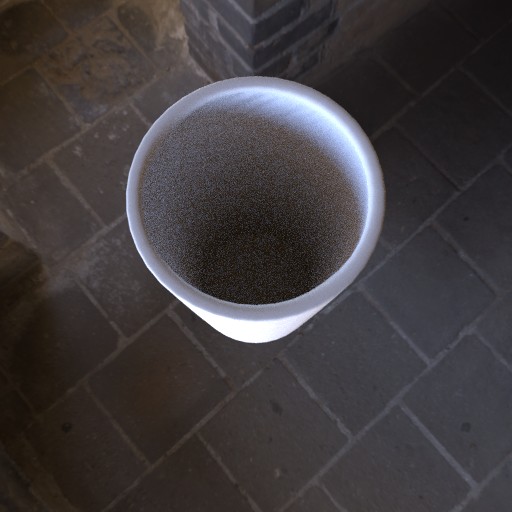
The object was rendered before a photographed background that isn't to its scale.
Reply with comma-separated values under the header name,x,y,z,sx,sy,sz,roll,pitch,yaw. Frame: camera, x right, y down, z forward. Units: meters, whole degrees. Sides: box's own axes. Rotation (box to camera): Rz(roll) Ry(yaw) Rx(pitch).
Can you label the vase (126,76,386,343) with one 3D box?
name,x,y,z,sx,sy,sz,roll,pitch,yaw
vase,0.000,0.000,0.388,0.143,0.316,0.143,0,77,0
